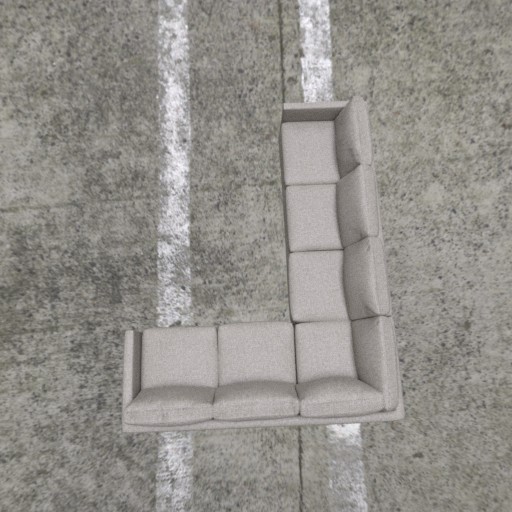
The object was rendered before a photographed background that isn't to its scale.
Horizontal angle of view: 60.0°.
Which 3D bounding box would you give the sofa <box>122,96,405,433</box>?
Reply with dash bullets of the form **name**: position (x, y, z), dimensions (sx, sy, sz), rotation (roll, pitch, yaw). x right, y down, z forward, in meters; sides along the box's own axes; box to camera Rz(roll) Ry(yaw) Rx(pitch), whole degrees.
- **sofa**: position (0.000, 0.000, 4.594), dimensions (2.593, 0.947, 3.302), rotation (-2, 76, -1)
